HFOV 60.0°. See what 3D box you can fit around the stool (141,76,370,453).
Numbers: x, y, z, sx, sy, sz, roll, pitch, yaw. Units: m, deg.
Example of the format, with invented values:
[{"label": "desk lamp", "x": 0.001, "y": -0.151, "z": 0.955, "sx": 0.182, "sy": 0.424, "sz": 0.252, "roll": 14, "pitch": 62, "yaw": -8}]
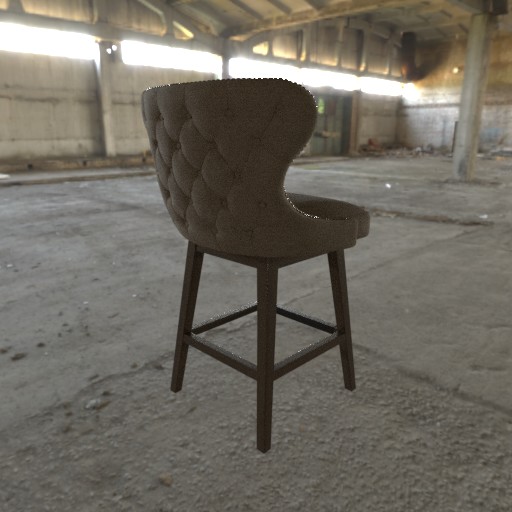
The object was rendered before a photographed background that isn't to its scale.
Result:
[{"label": "stool", "x": 0.000, "y": 0.000, "z": 1.378, "sx": 0.615, "sy": 0.972, "sz": 0.597, "roll": 15, "pitch": 21, "yaw": 43}]
